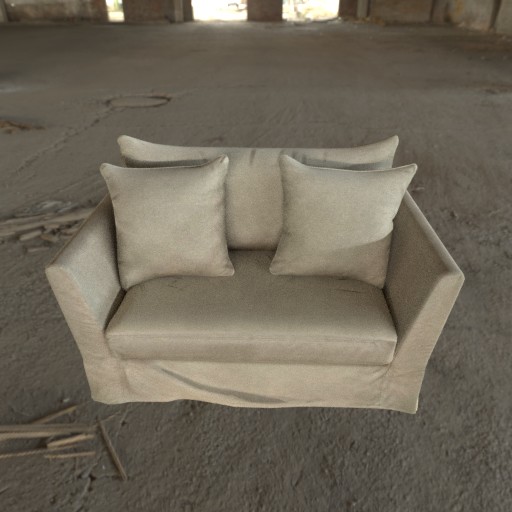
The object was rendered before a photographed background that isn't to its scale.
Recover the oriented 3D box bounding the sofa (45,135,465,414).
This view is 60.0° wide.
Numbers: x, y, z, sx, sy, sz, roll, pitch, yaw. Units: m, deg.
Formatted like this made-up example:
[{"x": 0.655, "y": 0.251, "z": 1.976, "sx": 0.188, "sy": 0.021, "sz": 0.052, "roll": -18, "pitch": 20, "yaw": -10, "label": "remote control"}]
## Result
[{"x": 0.000, "y": 0.000, "z": 2.200, "sx": 1.608, "sy": 1.040, "sz": 1.035, "roll": 1, "pitch": 31, "yaw": 2, "label": "sofa"}]
